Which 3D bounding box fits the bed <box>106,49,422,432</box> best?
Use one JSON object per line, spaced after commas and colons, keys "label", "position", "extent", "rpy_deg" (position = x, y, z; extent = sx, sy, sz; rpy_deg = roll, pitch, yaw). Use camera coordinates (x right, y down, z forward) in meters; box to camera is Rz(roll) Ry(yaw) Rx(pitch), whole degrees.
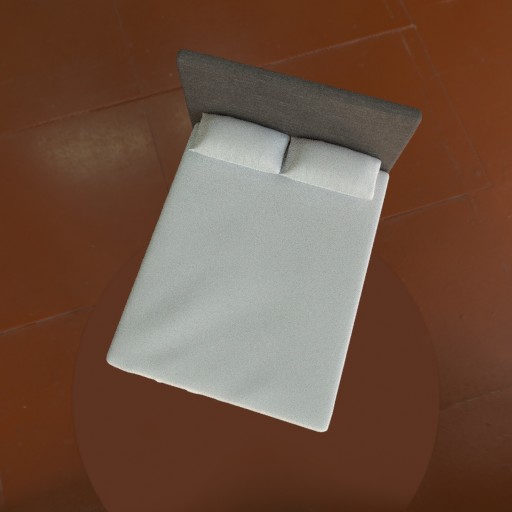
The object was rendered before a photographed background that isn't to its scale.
{"label": "bed", "position": [0.000, 0.000, 3.220], "extent": [1.723, 1.330, 2.142], "rpy_deg": [16, 75, 4]}
